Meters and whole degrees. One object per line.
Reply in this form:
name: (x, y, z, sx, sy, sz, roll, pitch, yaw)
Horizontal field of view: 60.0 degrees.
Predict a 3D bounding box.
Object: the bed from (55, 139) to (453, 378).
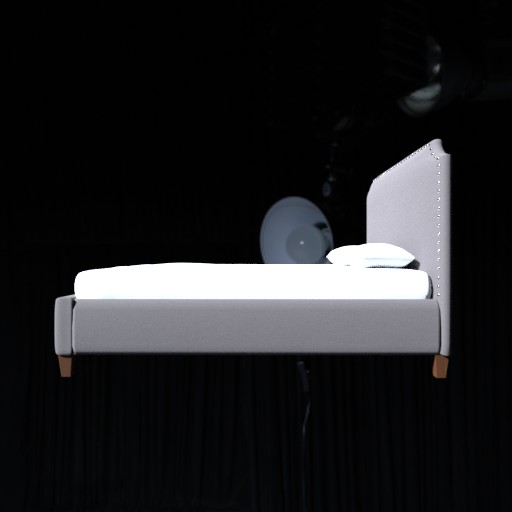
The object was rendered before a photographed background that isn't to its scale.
bed: (0.000, 0.000, 3.441, 2.372, 1.443, 1.713, 0, 0, 0)
